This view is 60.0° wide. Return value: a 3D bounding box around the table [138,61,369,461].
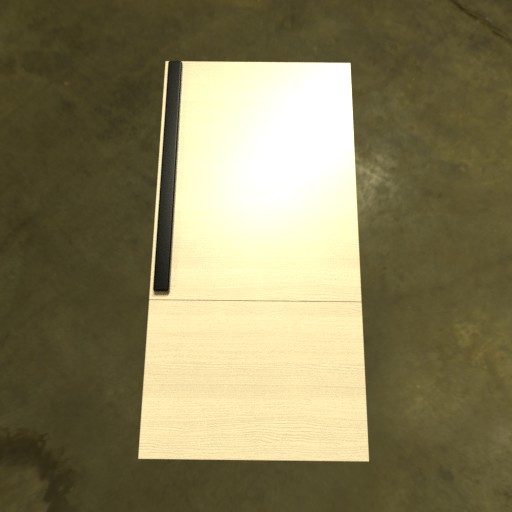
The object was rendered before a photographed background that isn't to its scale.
[{"bbox_3d":[0.000,0.000,0.801,0.322,0.242,0.644,1,76,0],"label":"table"}]
